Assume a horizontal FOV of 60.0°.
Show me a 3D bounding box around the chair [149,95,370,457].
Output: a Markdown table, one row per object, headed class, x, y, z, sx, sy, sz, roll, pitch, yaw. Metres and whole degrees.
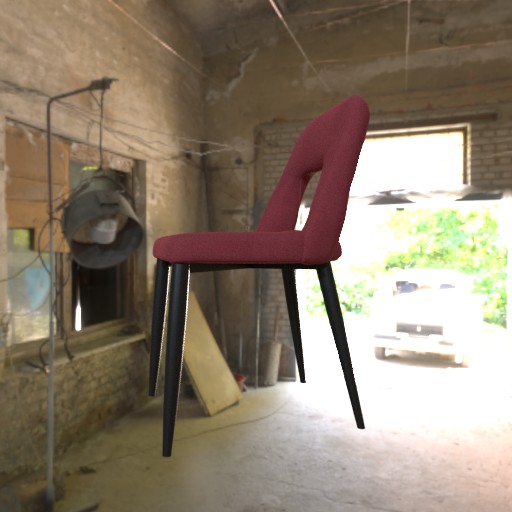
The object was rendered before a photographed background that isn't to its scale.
| class | x | y | z | sx | sy | sz | roll | pitch | yaw |
| --- | --- | --- | --- | --- | --- | --- | --- | --- | --- |
| chair | 0.000 | 0.000 | 1.255 | 0.569 | 0.892 | 0.483 | 0 | 1 | -18 |
